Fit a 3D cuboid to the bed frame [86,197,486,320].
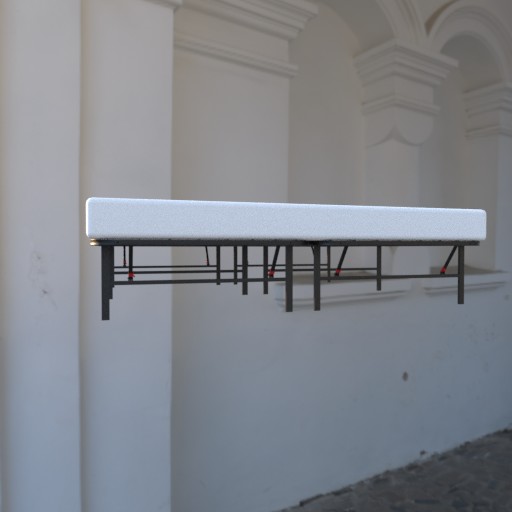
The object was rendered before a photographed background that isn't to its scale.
[{"bbox_3d":[0.000,0.000,3.016,2.033,0.525,1.935,0,1,-17],"label":"bed frame"}]
